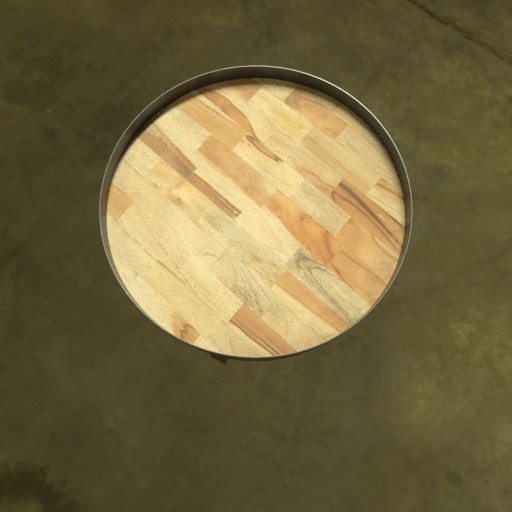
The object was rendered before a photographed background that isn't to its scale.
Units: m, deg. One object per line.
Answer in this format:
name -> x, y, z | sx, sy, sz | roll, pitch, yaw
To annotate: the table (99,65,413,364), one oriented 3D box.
table -> 0.000, 0.000, 0.844 | 0.406, 0.559, 0.406 | 0, 74, 0
